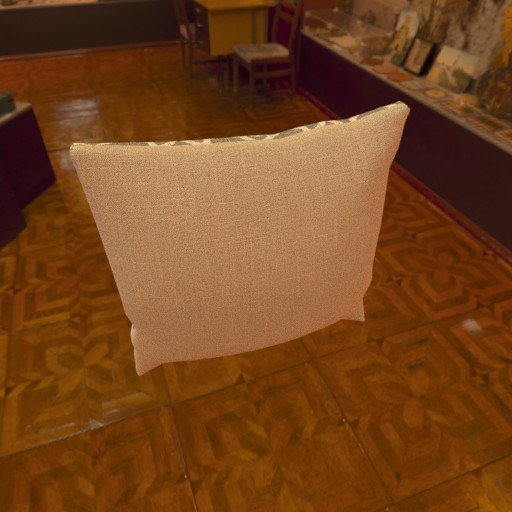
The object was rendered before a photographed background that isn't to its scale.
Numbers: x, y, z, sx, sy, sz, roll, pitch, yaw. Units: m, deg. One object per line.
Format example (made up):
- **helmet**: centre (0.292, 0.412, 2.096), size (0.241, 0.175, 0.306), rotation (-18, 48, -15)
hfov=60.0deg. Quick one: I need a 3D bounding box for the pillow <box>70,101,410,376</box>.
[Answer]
- **pillow**: centre (0.000, 0.000, 0.789), size (0.508, 0.498, 0.215), rotation (-12, 41, -14)
